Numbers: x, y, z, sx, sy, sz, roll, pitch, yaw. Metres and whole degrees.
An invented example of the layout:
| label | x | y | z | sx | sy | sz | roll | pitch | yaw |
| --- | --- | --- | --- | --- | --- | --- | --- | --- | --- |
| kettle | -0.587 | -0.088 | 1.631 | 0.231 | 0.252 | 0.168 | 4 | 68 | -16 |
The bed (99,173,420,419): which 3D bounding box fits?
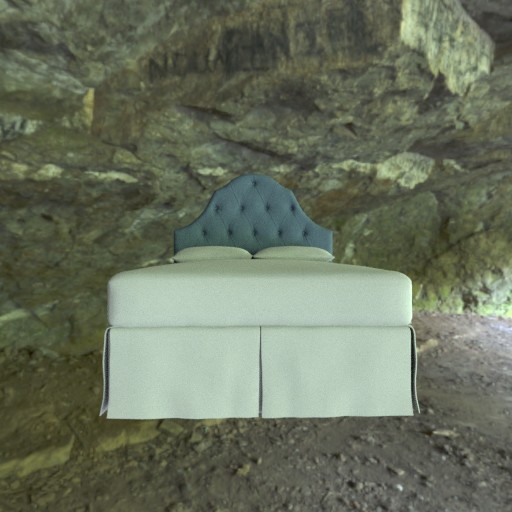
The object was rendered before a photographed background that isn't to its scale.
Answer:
| label | x | y | z | sx | sy | sz | roll | pitch | yaw |
| --- | --- | --- | --- | --- | --- | --- | --- | --- | --- |
| bed | 0.000 | 0.000 | 3.232 | 1.636 | 1.575 | 2.155 | 0 | 0 | -1 |
